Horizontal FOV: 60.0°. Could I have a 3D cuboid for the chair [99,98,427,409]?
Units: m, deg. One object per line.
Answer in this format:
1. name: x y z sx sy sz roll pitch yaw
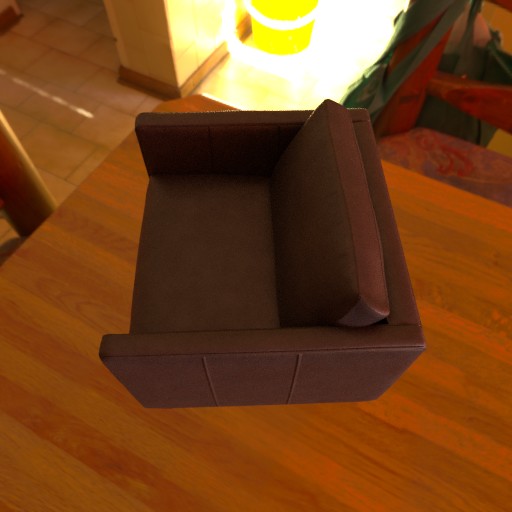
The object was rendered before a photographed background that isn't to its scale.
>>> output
1. chair: 0.000 0.000 1.591 0.862 0.811 0.939 -2 58 -1
